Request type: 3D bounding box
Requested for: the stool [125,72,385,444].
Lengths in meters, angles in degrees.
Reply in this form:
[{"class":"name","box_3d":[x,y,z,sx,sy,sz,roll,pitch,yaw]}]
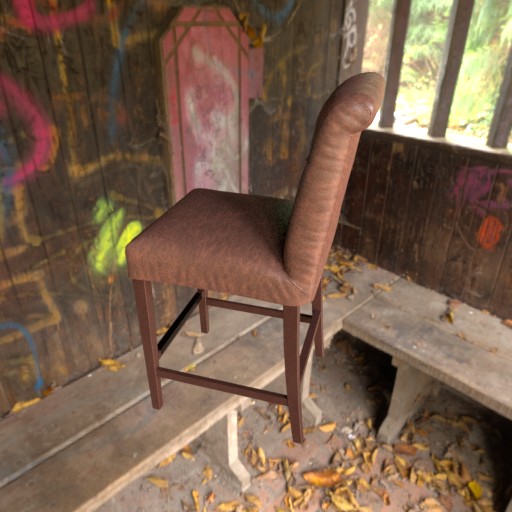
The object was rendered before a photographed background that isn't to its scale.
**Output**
[{"class":"stool","box_3d":[0.000,0.000,1.424,0.660,1.084,0.486,8,30,15]}]
